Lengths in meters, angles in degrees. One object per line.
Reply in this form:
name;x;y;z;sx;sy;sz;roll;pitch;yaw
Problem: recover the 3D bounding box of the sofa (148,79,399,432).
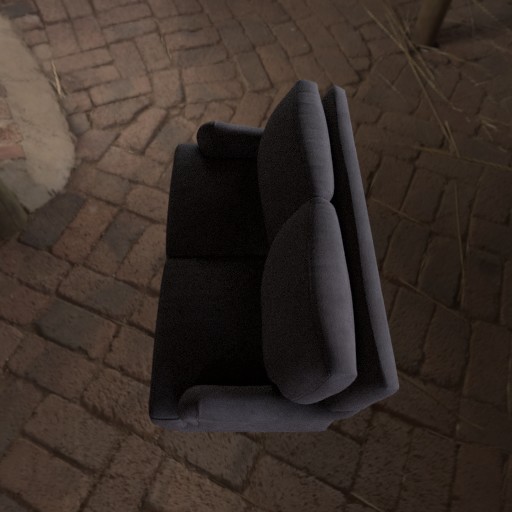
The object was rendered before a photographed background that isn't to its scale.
sofa;0.000;0.000;2.541;1.084;1.101;1.853;-1;59;-1
